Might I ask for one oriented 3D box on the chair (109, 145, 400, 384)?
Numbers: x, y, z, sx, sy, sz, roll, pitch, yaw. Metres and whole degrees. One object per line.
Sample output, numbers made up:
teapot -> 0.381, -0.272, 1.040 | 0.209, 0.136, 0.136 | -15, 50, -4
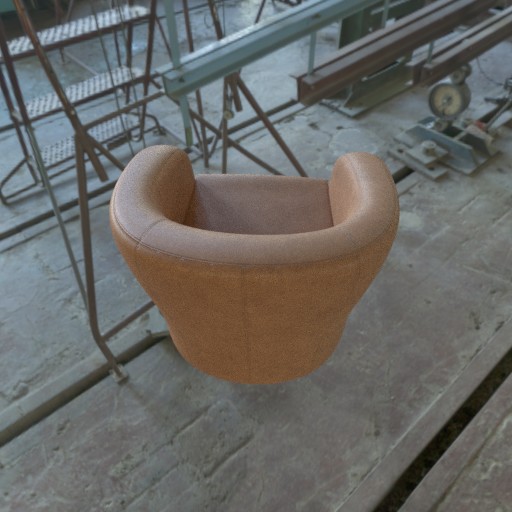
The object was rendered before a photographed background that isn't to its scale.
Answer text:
chair -> 0.000, 0.000, 1.455 | 0.791, 0.771, 0.815 | 3, 47, 2
